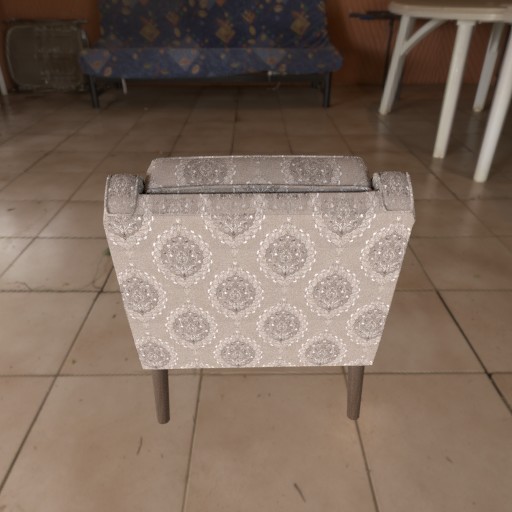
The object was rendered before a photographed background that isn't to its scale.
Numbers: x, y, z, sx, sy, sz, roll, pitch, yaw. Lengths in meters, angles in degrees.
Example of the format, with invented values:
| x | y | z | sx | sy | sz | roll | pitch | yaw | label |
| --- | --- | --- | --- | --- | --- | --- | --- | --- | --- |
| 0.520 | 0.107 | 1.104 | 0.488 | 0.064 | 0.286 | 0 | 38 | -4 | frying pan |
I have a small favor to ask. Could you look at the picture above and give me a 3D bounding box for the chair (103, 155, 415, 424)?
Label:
| x | y | z | sx | sy | sz | roll | pitch | yaw | label |
| --- | --- | --- | --- | --- | --- | --- | --- | --- | --- |
| 0.000 | 0.000 | 1.392 | 0.665 | 0.797 | 0.750 | -1 | 31 | -1 | chair |
